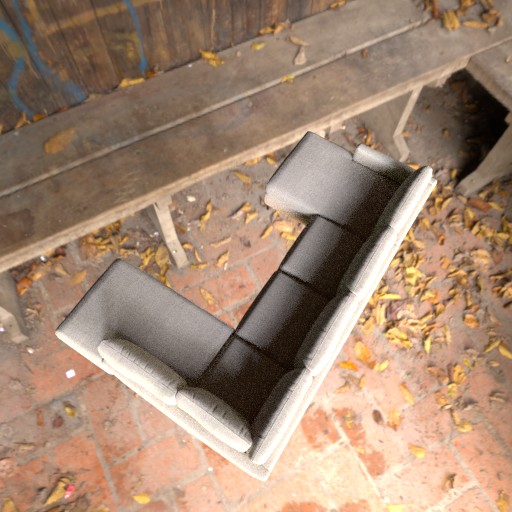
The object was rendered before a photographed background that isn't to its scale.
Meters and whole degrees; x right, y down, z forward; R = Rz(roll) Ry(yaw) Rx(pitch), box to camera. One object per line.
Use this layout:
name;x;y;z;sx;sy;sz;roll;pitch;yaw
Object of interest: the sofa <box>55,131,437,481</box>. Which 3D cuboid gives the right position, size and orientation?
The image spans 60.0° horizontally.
sofa;0.000;0.000;3.589;1.879;0.756;2.737;30;68;14
